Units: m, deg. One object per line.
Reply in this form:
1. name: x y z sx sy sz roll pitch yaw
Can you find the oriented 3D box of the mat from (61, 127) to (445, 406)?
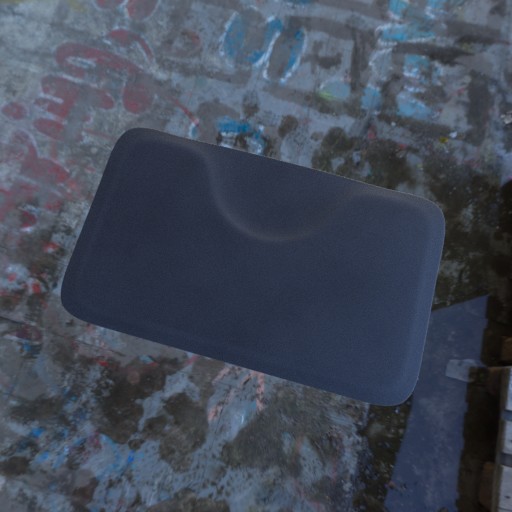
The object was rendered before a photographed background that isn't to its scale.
1. mat: 0.000 0.000 1.892 1.524 0.013 0.918 15 77 4
